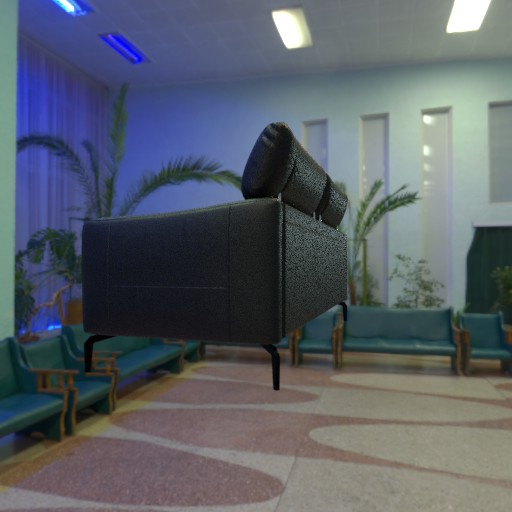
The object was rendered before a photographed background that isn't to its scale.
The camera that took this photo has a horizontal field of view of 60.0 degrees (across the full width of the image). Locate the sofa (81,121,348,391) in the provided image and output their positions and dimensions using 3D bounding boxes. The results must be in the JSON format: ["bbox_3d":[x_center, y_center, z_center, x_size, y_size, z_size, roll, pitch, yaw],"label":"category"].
[{"bbox_3d":[0.000,0.000,2.562,0.856,0.957,2.069,0,-1,18],"label":"sofa"}]
